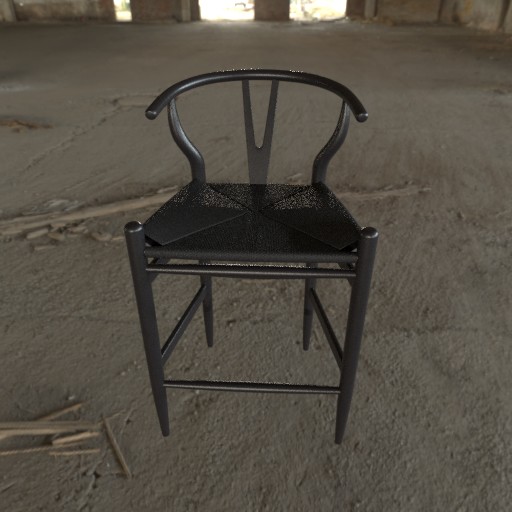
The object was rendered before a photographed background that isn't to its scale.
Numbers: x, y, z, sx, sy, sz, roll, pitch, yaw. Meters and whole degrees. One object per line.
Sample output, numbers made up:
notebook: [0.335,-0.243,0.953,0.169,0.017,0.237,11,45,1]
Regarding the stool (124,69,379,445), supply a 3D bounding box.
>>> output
stool: [0.000,0.000,1.334,0.569,0.970,0.579,2,31,3]
